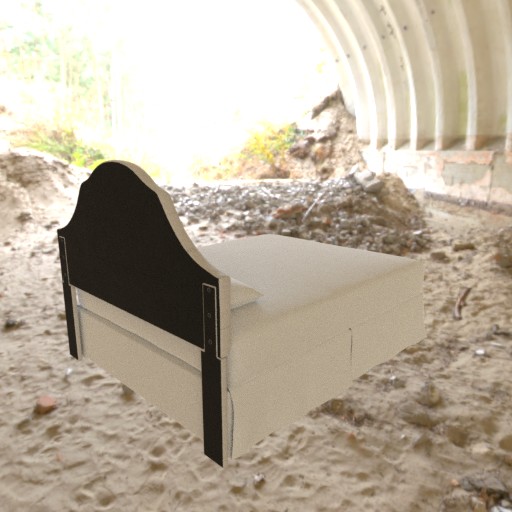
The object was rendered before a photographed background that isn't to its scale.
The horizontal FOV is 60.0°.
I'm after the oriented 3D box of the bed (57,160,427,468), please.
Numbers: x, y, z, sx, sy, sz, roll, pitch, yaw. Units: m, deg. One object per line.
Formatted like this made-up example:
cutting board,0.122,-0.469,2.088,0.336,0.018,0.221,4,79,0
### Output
bed,0.000,0.000,3.724,2.039,1.617,2.477,13,19,43
